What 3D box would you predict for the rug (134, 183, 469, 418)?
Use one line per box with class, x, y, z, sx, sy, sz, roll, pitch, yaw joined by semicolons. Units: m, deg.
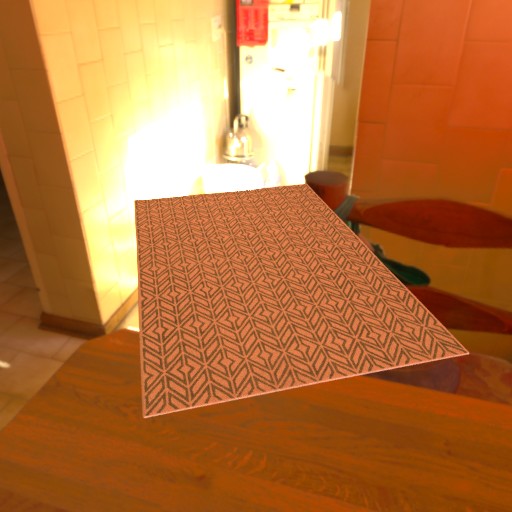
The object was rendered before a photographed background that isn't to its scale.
rug;0.000;0.000;2.327;1.220;0.007;1.828;-7;31;-12
